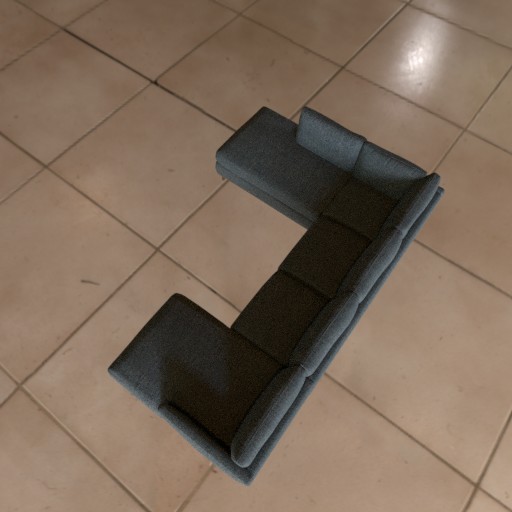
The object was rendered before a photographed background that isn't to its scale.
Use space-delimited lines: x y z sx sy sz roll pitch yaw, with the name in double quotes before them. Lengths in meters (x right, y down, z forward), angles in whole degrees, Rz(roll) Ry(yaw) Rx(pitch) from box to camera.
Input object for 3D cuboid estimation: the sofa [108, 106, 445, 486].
"sofa" 0.000 0.000 3.528 1.879 0.753 2.737 33 67 16
